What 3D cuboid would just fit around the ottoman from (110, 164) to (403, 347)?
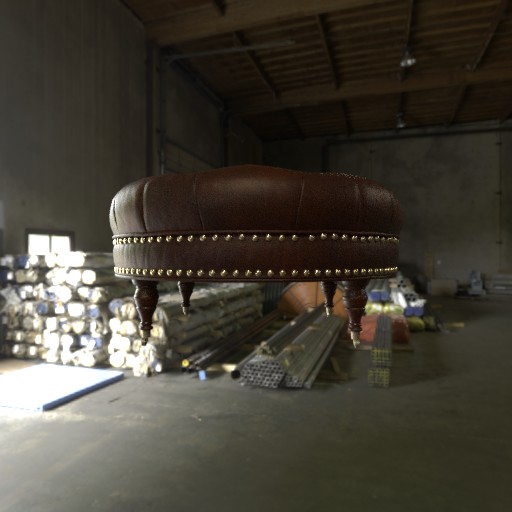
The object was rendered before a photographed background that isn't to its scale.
[{"bbox_3d":[0.000,0.000,1.394,0.901,0.455,0.901,0,0,0],"label":"ottoman"}]
